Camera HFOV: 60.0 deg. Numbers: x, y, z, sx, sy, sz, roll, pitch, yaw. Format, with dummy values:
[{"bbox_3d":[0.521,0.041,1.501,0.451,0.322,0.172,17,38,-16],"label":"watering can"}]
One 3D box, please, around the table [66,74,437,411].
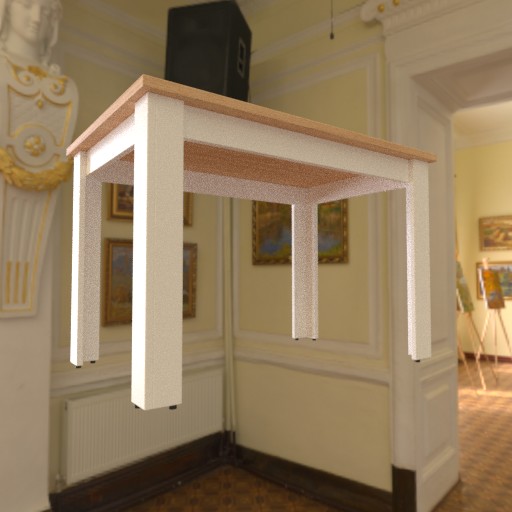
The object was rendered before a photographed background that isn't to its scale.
[{"bbox_3d":[0.000,0.000,1.543,1.100,0.734,0.700,2,-3,-36],"label":"table"}]
